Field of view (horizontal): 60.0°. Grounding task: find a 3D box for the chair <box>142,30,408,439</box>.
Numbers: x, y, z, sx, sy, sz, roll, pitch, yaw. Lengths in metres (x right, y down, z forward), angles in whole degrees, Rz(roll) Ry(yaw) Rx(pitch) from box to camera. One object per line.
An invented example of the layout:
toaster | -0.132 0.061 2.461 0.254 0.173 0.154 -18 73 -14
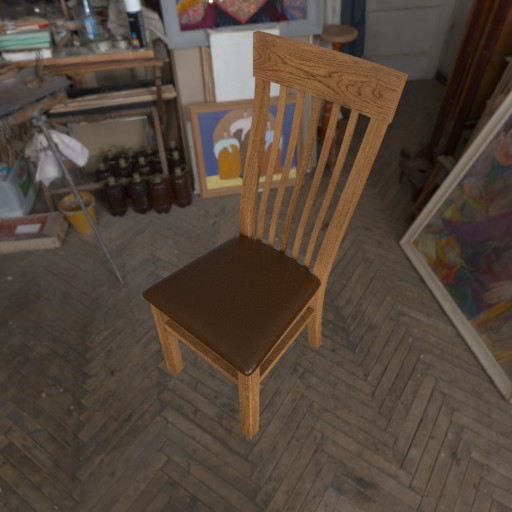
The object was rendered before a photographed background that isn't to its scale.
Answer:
chair | 0.000 0.000 1.342 0.450 1.050 0.580 31 53 27
